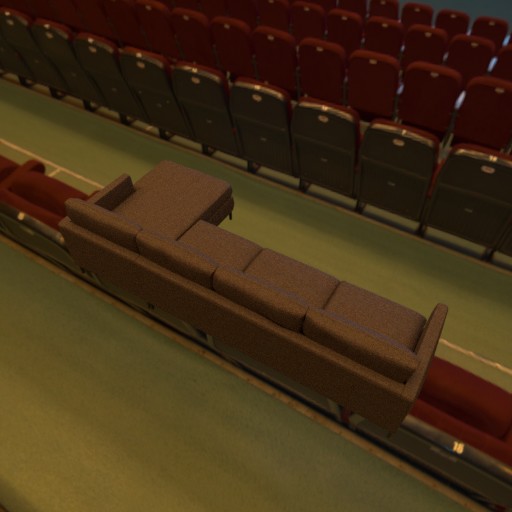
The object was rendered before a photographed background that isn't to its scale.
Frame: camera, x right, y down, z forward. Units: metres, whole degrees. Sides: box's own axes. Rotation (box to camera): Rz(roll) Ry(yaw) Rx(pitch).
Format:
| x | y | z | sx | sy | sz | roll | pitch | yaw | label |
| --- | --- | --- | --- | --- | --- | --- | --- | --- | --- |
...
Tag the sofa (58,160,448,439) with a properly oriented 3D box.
| x | y | z | sx | sy | sz | roll | pitch | yaw | label |
| --- | --- | --- | --- | --- | --- | --- | --- | --- | --- |
| 0.000 | 0.000 | 3.880 | 3.221 | 0.892 | 1.483 | 24 | 51 | 21 | sofa |
